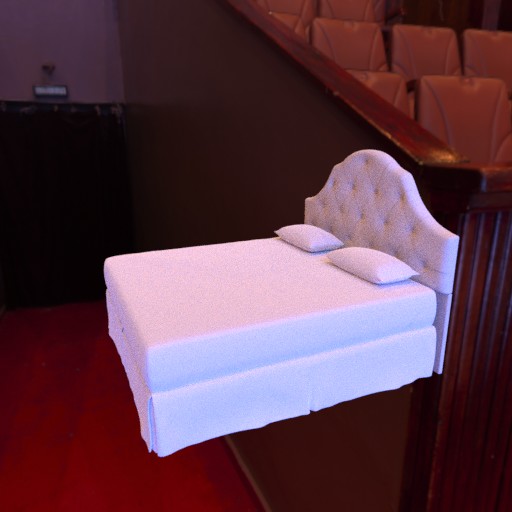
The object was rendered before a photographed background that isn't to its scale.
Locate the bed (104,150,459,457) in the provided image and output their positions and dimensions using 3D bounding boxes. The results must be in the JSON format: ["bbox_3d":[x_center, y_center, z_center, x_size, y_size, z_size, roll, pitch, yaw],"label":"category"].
[{"bbox_3d":[0.000,0.000,3.553,2.214,1.615,2.008,-7,18,-24],"label":"bed"}]
